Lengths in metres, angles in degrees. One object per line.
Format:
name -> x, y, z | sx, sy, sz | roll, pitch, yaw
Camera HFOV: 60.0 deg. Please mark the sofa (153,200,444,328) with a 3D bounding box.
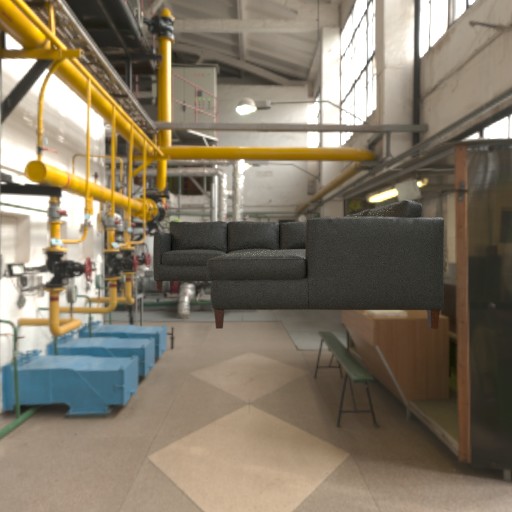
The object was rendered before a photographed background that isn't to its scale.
sofa -> 0.000, 0.000, 4.681 | 2.593, 0.923, 3.460 | 0, 1, 0
